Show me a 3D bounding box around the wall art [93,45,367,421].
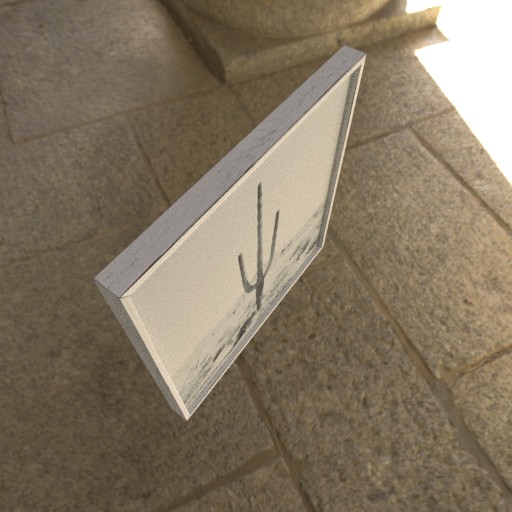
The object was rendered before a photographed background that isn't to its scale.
[{"bbox_3d":[0.000,0.000,0.766,0.038,0.508,0.508,31,62,19],"label":"wall art"}]
